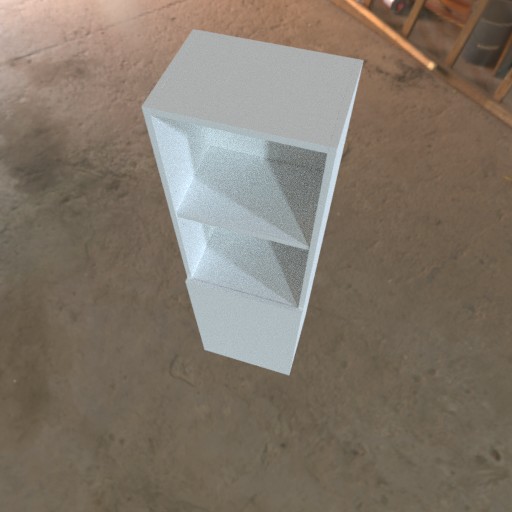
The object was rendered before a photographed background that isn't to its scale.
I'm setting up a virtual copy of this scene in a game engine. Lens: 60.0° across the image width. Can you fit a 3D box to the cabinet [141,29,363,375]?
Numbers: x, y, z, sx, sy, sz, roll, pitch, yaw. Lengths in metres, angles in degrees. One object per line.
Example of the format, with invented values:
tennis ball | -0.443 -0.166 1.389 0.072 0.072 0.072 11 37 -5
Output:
cabinet | 0.000 0.000 1.498 0.400 1.350 0.300 15 59 9
